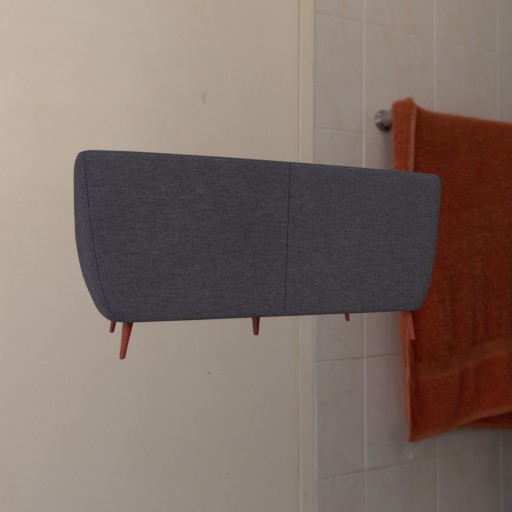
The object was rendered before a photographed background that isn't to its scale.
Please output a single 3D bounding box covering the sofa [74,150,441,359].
[{"bbox_3d":[0.000,0.000,2.503,1.929,0.896,0.975,0,-1,-18],"label":"sofa"}]
